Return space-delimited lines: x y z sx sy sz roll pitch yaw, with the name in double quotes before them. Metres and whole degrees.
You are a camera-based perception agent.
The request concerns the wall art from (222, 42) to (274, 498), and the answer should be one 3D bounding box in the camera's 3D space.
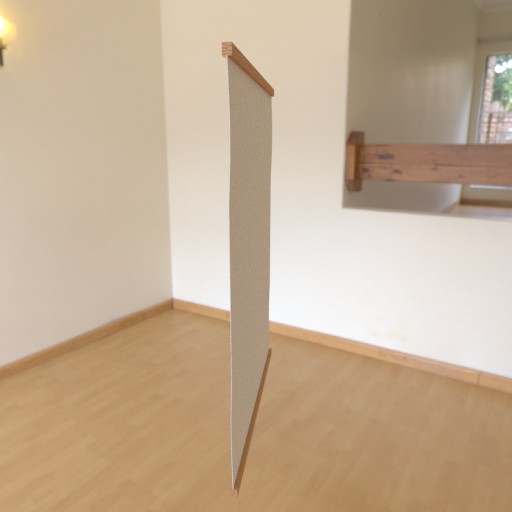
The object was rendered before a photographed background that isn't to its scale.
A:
"wall art" 0.000 0.000 0.786 0.011 0.605 0.458 2 14 8
